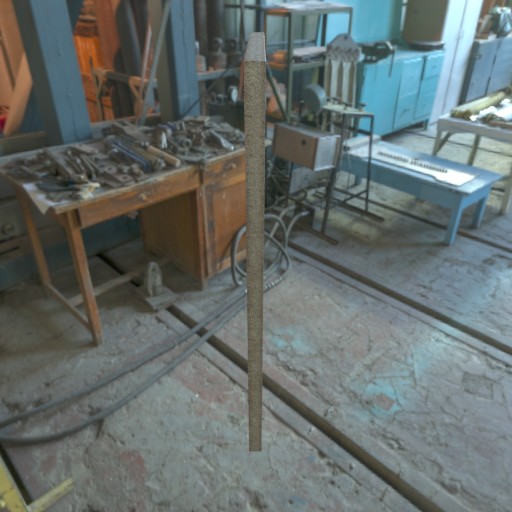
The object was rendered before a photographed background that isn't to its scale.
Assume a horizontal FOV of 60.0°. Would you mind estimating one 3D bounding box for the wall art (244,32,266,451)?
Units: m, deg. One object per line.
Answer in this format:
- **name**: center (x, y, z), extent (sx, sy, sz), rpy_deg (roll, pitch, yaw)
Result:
- **wall art**: center (0.000, 0.000, 1.680), extent (0.051, 1.461, 0.648), rpy_deg (0, 32, 0)
